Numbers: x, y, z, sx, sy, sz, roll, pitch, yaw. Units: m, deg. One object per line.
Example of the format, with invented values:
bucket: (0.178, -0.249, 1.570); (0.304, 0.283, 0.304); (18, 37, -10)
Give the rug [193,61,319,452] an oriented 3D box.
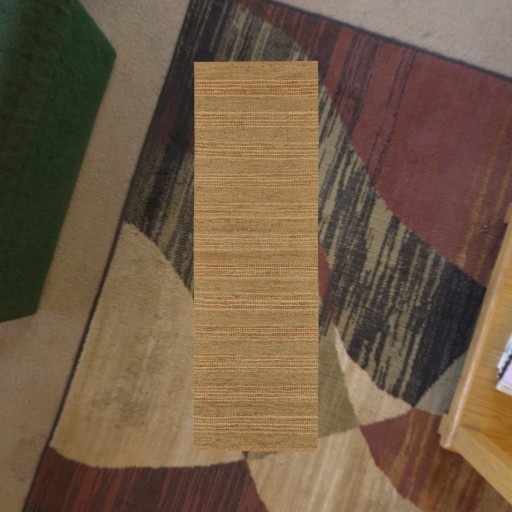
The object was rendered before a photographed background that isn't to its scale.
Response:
rug: (0.000, 0.000, 2.775); (0.783, 0.006, 2.438); (0, 90, 1)
